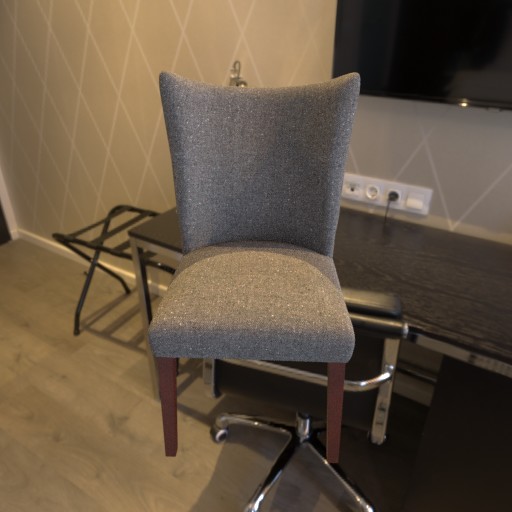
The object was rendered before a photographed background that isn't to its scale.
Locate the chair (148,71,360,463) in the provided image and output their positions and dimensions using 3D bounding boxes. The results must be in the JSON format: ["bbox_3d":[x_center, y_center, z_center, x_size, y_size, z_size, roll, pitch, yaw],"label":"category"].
[{"bbox_3d":[0.000,0.000,1.245,0.535,0.924,0.623,1,29,2],"label":"chair"}]
